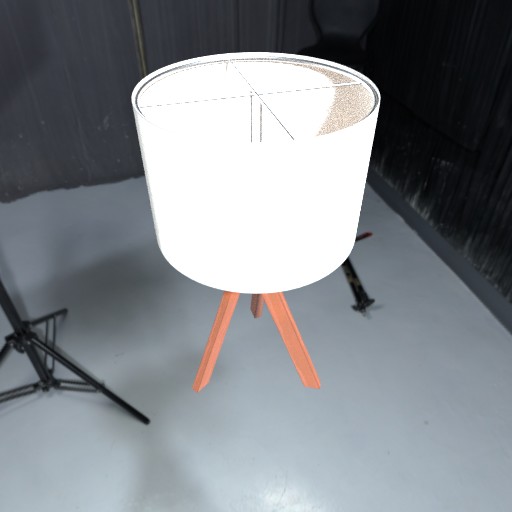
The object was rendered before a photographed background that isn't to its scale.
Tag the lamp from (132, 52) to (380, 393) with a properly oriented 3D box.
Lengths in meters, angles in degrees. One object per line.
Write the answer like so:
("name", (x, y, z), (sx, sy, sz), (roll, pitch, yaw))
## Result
("lamp", (0.000, 0.000, 0.914), (0.380, 0.686, 0.380), (-11, 41, -12))
